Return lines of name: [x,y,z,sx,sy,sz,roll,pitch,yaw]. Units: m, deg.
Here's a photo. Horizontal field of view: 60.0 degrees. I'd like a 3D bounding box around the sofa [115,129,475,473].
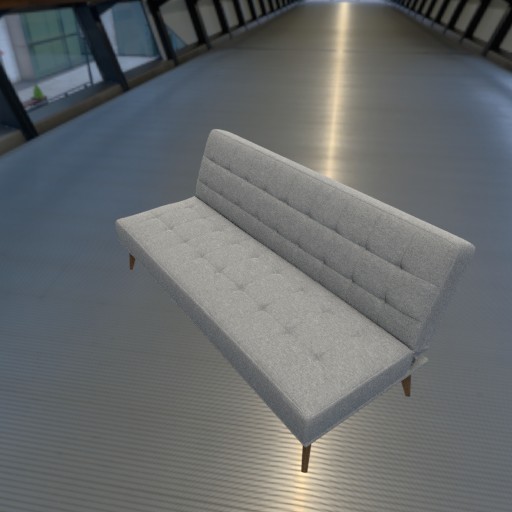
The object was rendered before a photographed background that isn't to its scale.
sofa: [0.000,0.000,2.300,0.860,0.810,1.800,-21,38,-29]
